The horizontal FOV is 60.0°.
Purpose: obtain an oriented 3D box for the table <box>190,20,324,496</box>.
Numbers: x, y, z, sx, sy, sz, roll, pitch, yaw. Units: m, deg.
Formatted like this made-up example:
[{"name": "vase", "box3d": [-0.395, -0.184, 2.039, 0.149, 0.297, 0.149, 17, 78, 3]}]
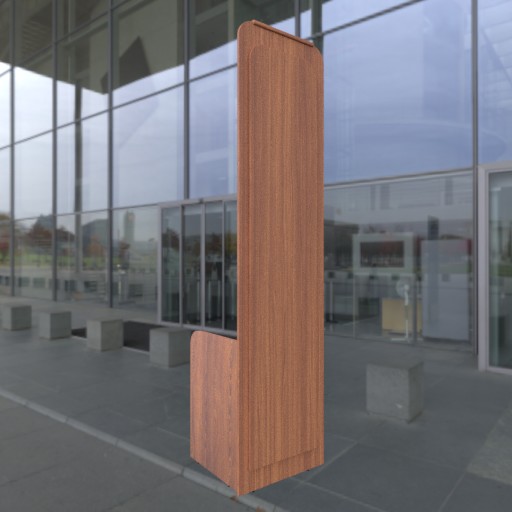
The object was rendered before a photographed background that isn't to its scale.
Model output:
[{"name": "table", "box3d": [0.000, 0.000, 1.967, 0.450, 1.830, 0.420, 0, 0, -36]}]
